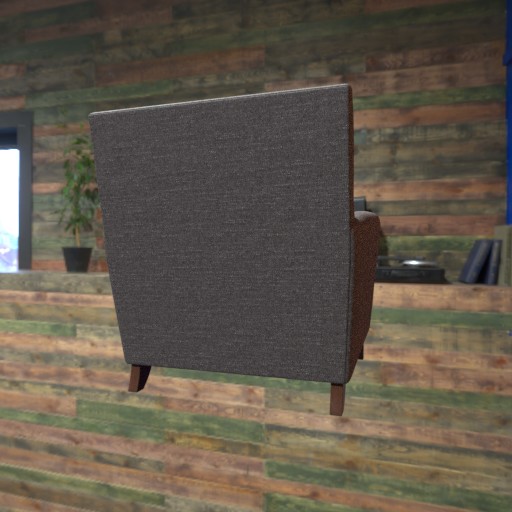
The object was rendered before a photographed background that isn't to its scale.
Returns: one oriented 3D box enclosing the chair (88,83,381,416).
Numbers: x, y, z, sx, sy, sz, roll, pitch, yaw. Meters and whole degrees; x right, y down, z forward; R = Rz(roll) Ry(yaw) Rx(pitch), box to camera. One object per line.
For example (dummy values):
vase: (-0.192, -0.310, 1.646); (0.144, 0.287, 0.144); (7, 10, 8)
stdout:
chair: (0.000, 0.000, 1.614); (0.838, 0.885, 0.875); (0, 1, 18)
